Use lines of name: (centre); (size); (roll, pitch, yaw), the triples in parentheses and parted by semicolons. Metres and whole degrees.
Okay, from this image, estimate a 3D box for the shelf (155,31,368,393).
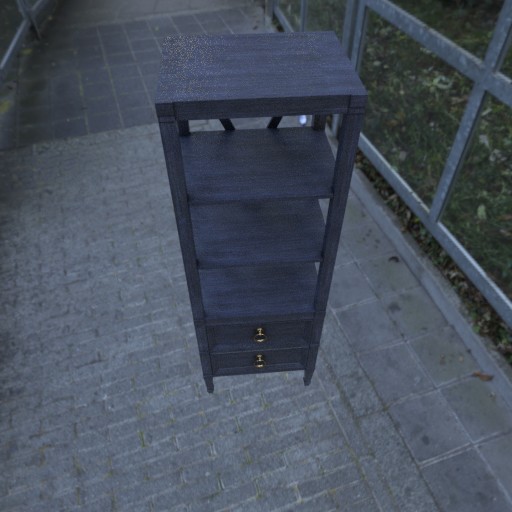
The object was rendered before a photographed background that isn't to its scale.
shelf: (0.000, 0.000, 1.988); (0.584, 1.727, 0.472); (-4, 47, -3)
